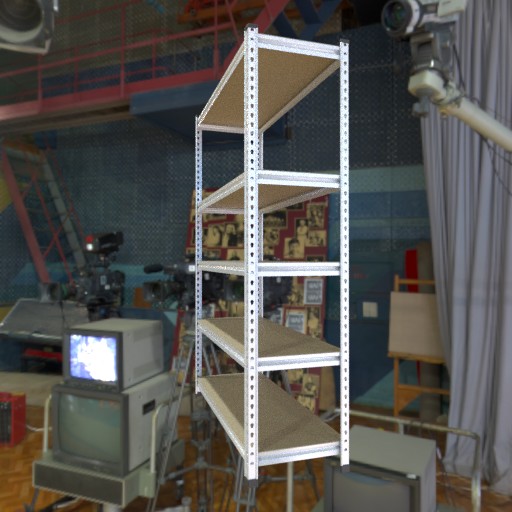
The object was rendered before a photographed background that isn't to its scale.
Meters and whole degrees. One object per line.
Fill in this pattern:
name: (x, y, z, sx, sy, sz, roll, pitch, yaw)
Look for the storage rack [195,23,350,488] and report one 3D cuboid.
storage rack: (0.000, 0.000, 2.390, 0.457, 1.829, 1.219, 0, 0, -18)
